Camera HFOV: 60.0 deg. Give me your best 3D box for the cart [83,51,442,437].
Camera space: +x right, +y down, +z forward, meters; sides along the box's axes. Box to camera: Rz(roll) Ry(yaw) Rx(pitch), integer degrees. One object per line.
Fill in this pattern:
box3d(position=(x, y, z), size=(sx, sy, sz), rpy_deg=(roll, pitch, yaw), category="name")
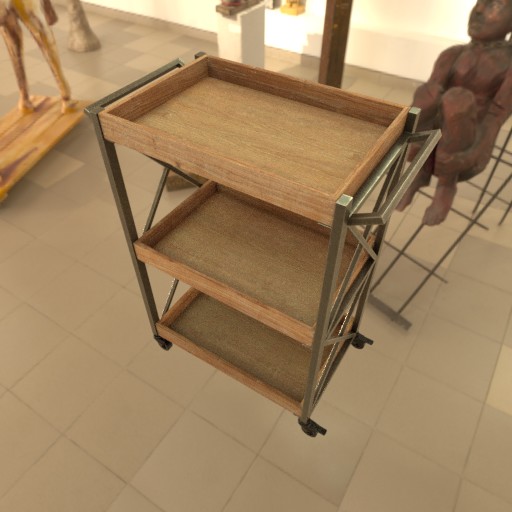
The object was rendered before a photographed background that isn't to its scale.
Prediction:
box3d(position=(0.000, 0.000, 1.188), size=(0.673, 0.835, 0.377), rpy_deg=(24, 50, 22), category="cart")
